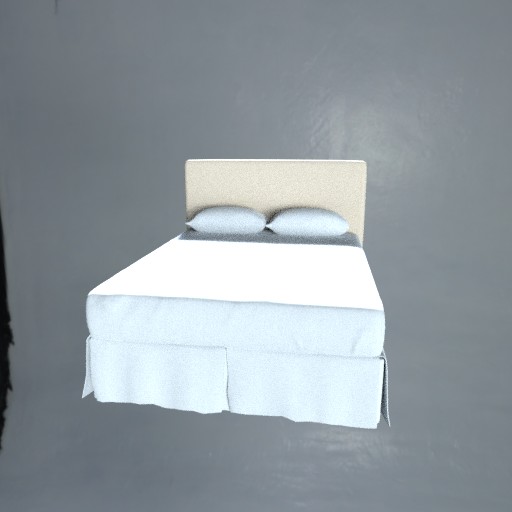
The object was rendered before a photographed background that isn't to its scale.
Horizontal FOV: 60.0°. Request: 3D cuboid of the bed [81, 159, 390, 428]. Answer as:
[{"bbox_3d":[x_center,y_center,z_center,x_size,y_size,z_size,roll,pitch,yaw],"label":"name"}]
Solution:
[{"bbox_3d":[0.000,0.000,3.285,1.748,1.330,2.142,2,14,8],"label":"bed"}]
